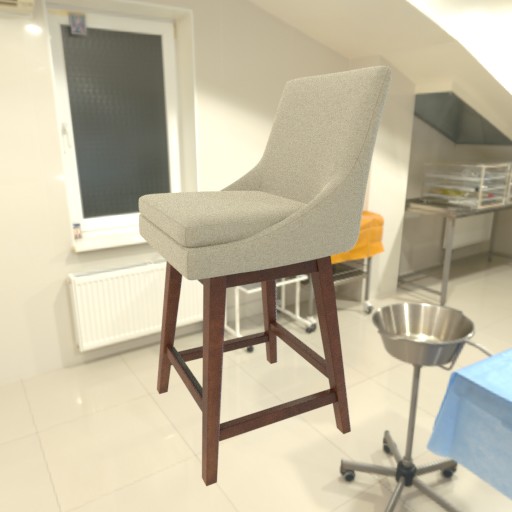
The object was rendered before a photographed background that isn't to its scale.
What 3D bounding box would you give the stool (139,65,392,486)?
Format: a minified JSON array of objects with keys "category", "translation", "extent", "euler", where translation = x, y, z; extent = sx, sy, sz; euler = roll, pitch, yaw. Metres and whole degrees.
[{"category":"stool","translation":[0.000,0.000,1.261],"extent":[0.559,0.991,0.469],"euler":[-8,19,-26]}]
